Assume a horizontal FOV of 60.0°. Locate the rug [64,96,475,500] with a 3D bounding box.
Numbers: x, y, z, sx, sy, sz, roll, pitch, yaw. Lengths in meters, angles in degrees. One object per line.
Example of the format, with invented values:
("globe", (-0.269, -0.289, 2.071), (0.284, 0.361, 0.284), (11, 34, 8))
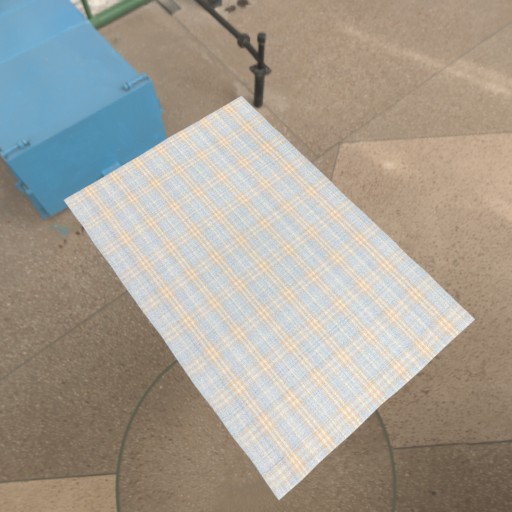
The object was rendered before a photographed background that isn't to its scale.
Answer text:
("rug", (0.000, 0.000, 2.263), (1.231, 0.012, 1.835), (-36, 70, -16))
